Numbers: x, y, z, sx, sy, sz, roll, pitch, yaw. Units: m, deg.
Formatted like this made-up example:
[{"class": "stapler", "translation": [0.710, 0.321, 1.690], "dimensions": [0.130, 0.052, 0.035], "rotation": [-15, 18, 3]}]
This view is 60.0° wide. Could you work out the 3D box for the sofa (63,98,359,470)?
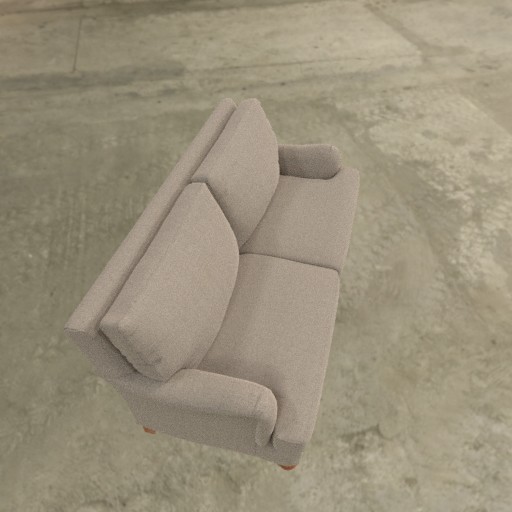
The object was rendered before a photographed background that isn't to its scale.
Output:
[{"class": "sofa", "translation": [0.000, 0.000, 2.732], "dimensions": [1.087, 1.054, 2.160], "rotation": [11, 47, 11]}]
